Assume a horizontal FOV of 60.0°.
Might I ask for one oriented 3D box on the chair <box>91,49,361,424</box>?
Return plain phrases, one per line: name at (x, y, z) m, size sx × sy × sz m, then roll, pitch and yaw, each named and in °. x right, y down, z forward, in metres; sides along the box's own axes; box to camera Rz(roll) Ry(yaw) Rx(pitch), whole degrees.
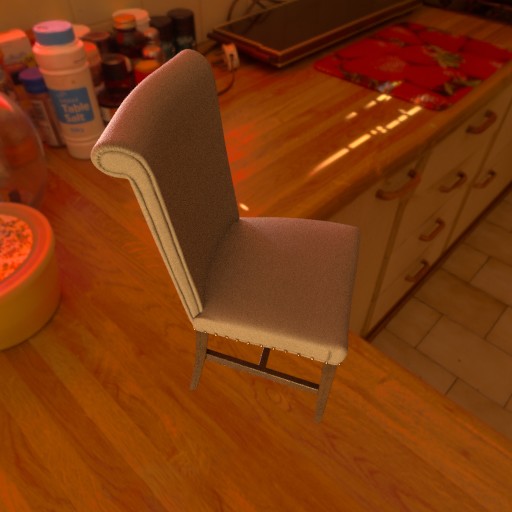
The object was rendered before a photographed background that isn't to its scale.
chair at (0.000, 0.000, 1.332) m, size 0.608 × 0.988 × 0.513 m, roll 10°, pitch 46°, yaw 9°
